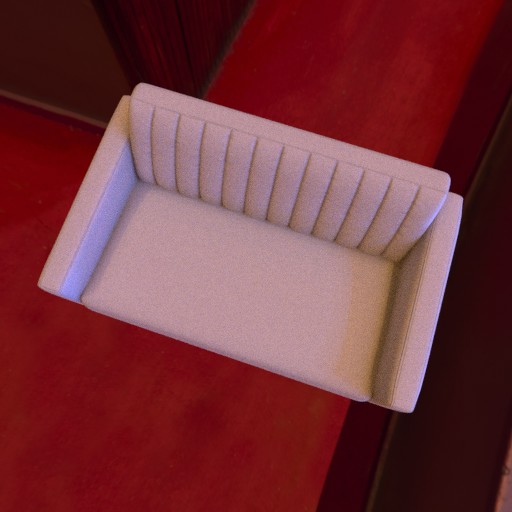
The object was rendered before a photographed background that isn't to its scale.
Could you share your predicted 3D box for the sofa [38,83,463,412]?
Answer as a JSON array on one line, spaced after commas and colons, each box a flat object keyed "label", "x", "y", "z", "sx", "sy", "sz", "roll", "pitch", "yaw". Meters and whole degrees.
[{"label": "sofa", "x": 0.000, "y": 0.000, "z": 2.070, "sx": 1.585, "sy": 0.801, "sz": 0.950, "roll": 18, "pitch": 77, "yaw": 4}]
